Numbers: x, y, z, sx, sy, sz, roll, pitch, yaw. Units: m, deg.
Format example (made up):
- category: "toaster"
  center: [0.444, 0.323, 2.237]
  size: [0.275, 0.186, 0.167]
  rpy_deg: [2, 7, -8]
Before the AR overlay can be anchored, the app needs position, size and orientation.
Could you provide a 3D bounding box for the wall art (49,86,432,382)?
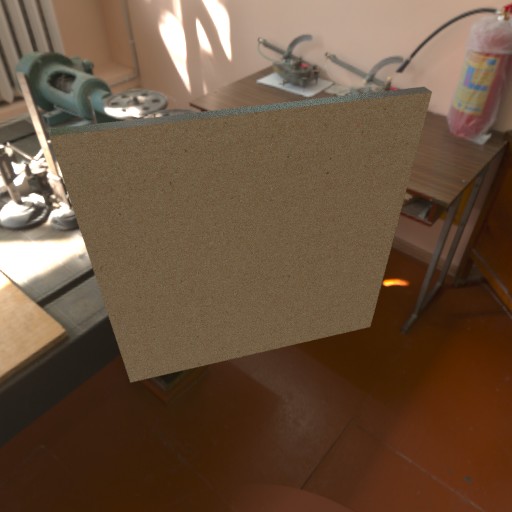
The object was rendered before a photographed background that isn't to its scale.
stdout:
- category: "wall art"
  center: [0.000, 0.000, 1.134]
  size: [0.773, 0.775, 0.031]
  rpy_deg: [-11, 42, -12]
